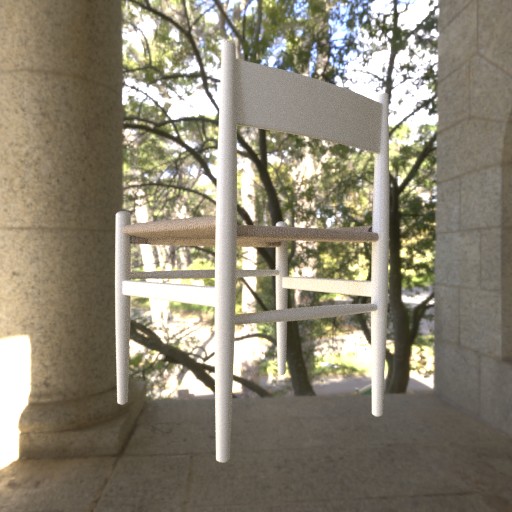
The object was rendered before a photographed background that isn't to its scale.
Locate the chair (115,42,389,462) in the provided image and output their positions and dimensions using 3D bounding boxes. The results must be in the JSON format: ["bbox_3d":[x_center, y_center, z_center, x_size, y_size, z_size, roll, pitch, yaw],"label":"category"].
[{"bbox_3d":[0.000,0.000,1.103,0.556,0.762,0.495,0,-1,-35],"label":"chair"}]
